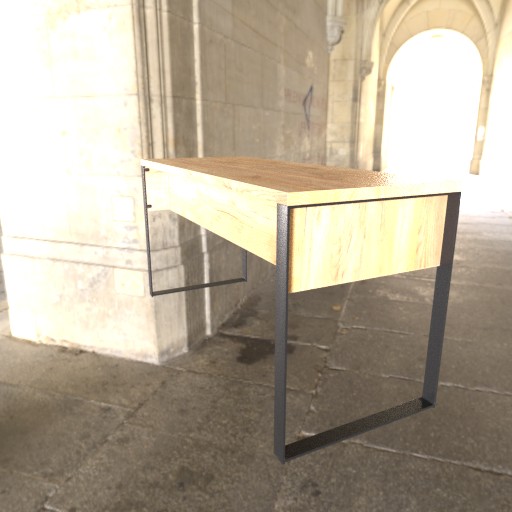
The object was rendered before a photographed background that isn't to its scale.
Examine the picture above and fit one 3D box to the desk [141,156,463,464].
[{"bbox_3d":[0.000,0.000,1.922,0.600,0.760,1.520,-8,17,-26],"label":"desk"}]
